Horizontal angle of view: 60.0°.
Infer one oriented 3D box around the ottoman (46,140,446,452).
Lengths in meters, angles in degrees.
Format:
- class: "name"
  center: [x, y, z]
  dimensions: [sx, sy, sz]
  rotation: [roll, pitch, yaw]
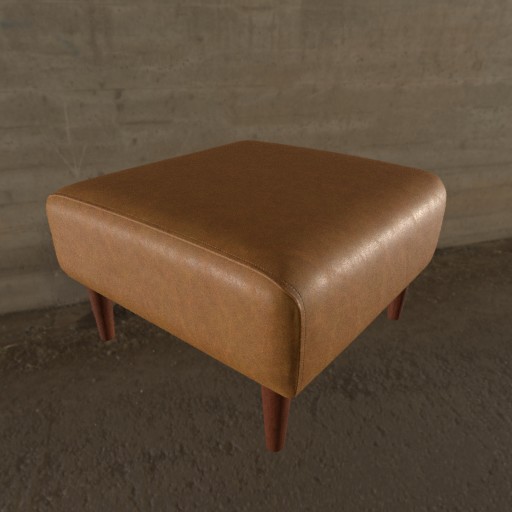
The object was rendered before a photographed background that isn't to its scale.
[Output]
- class: "ottoman"
  center: [0.000, 0.000, 1.029]
  dimensions: [0.650, 0.399, 0.650]
  rotation: [20, 32, 34]
